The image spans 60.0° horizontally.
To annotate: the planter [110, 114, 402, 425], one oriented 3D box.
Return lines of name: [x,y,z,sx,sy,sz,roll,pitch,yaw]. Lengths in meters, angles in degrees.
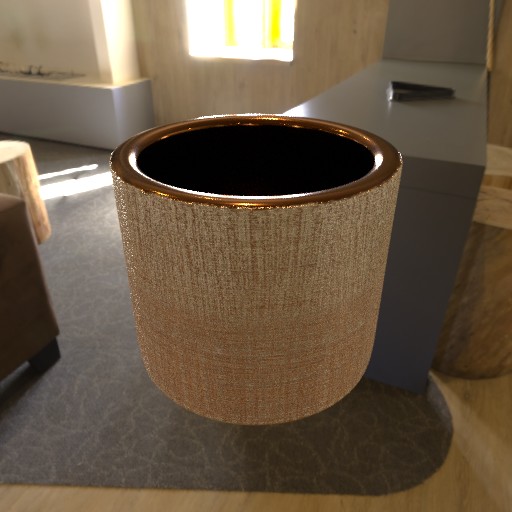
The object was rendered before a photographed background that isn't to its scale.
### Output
planter: [0.000,0.000,0.313,0.177,0.157,0.177,0,31,0]
